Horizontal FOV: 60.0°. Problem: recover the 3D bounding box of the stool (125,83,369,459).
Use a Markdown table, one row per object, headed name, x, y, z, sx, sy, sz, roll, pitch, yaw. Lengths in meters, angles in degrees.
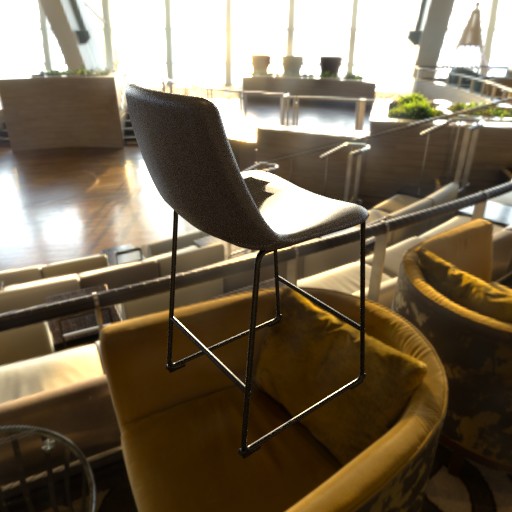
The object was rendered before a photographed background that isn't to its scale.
| name | x | y | z | sx | sy | sz | roll | pitch | yaw |
| --- | --- | --- | --- | --- | --- | --- | --- | --- | --- |
| stool | 0.000 | 0.000 | 1.189 | 0.546 | 0.876 | 0.470 | -19 | 33 | -33 |
